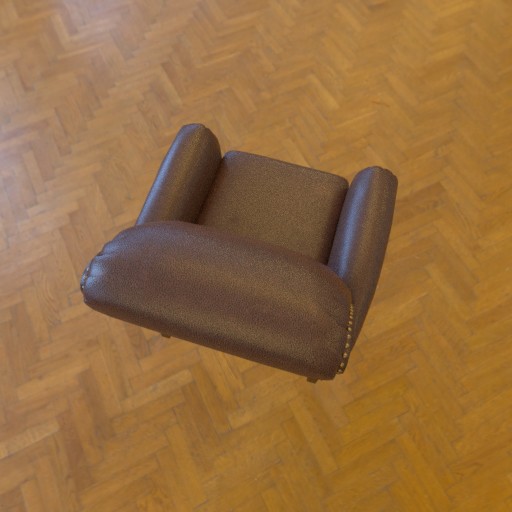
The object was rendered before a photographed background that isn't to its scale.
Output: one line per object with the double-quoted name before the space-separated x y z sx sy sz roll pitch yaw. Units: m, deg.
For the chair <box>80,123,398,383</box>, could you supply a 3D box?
"chair" 0.000 0.000 1.593 0.854 0.927 0.890 15 64 8
